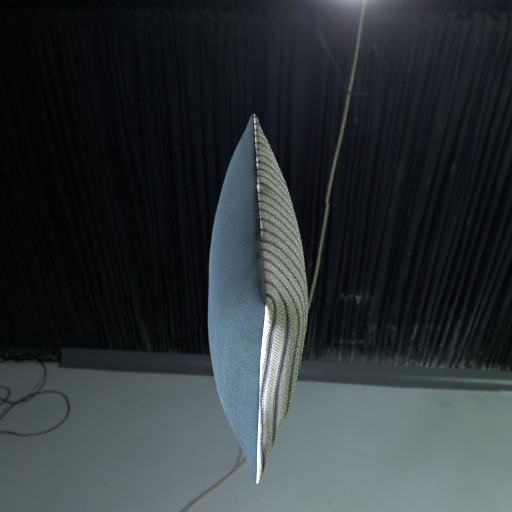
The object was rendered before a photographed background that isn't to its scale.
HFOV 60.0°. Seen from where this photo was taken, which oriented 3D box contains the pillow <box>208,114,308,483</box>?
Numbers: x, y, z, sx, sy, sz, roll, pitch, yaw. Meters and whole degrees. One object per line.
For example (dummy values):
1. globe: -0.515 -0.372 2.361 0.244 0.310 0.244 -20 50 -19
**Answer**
1. pillow: 0.000 0.000 0.737 0.151 0.305 0.609 -1 33 -1
